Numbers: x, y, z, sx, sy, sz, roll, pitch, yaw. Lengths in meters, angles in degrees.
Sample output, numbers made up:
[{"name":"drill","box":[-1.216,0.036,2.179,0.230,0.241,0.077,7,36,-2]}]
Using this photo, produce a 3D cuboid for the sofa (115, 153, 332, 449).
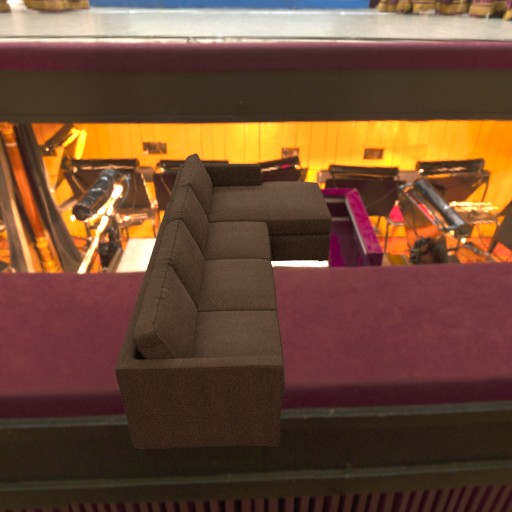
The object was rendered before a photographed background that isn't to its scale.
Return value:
[{"name":"sofa","box":[0.000,0.000,3.915,1.650,0.922,3.205,-1,32,-2]}]
